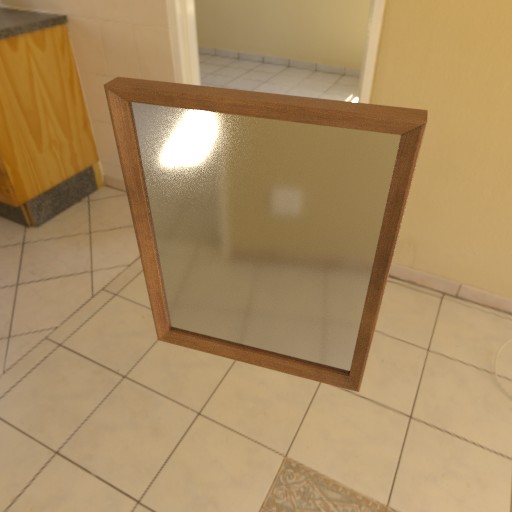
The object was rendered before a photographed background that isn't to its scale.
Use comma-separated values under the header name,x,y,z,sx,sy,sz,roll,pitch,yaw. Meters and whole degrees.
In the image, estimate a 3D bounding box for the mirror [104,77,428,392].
name,x,y,z,sx,sy,sz,roll,pitch,yaw
mirror,0.000,0.000,0.707,0.406,0.509,0.041,11,40,14
